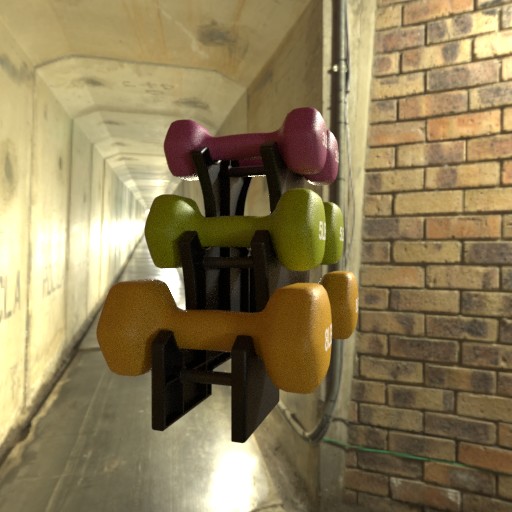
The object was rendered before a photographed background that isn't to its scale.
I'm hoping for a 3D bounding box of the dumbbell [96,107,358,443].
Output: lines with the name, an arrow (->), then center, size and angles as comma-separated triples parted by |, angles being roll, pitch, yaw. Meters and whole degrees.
dumbbell -> 0.000, 0.000, 0.468 | 0.190, 0.271, 0.300 | 0, 1, 19
